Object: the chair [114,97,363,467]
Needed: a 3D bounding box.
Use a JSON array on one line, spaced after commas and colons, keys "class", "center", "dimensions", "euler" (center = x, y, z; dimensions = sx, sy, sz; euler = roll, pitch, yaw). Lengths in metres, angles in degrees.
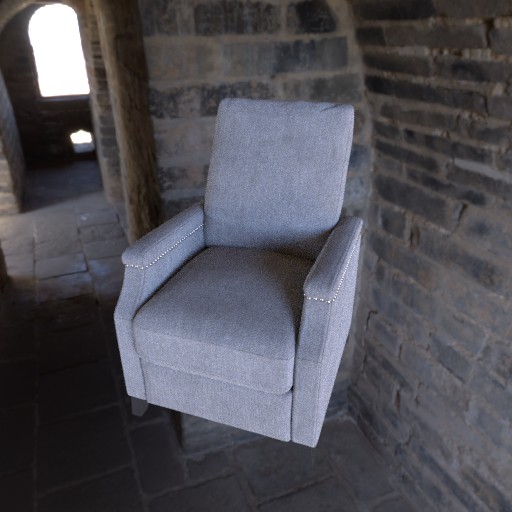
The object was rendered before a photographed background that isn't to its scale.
[{"class": "chair", "center": [0.000, 0.000, 1.673], "dimensions": [0.710, 1.049, 0.922], "euler": [9, 28, 17]}]
